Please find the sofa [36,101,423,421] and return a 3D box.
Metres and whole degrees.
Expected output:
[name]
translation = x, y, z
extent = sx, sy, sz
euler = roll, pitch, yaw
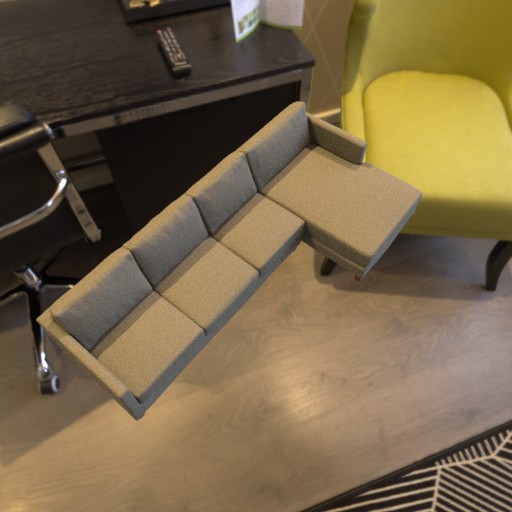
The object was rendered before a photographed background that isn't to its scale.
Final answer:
[sofa]
translation = 0.000, 0.000, 3.855
extent = 1.625, 0.861, 3.186
euler = 34, 63, 20
